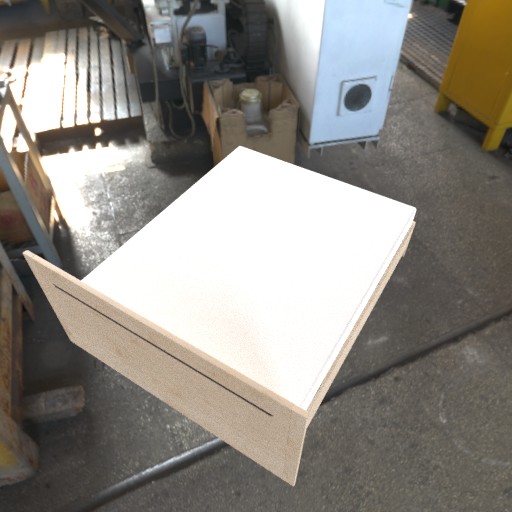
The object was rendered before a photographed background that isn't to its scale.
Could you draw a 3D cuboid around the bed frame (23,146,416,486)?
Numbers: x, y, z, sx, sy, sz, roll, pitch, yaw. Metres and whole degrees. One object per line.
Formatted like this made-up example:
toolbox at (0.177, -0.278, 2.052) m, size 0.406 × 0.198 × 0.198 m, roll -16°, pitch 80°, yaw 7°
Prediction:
bed frame at (0.000, 0.000, 3.097) m, size 1.800 × 0.900 × 2.080 m, roll 24°, pitch 51°, yaw 21°
